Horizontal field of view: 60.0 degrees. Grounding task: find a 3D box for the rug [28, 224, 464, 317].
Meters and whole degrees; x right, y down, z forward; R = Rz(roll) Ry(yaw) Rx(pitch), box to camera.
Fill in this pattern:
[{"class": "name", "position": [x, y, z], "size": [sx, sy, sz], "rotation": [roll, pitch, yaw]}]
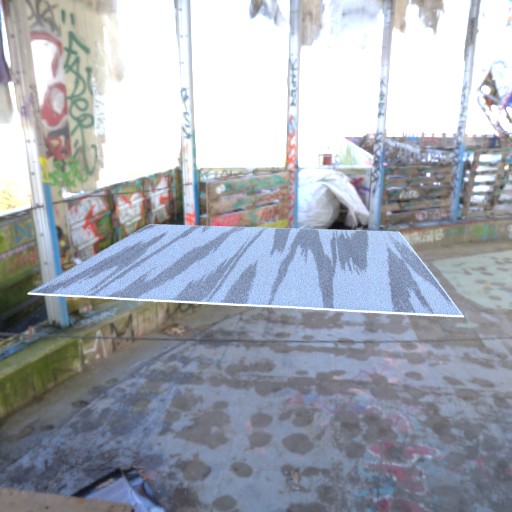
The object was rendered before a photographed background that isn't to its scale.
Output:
[{"class": "rug", "position": [0.000, 0.000, 4.056], "size": [2.945, 0.014, 2.353], "rotation": [2, 16, 8]}]
